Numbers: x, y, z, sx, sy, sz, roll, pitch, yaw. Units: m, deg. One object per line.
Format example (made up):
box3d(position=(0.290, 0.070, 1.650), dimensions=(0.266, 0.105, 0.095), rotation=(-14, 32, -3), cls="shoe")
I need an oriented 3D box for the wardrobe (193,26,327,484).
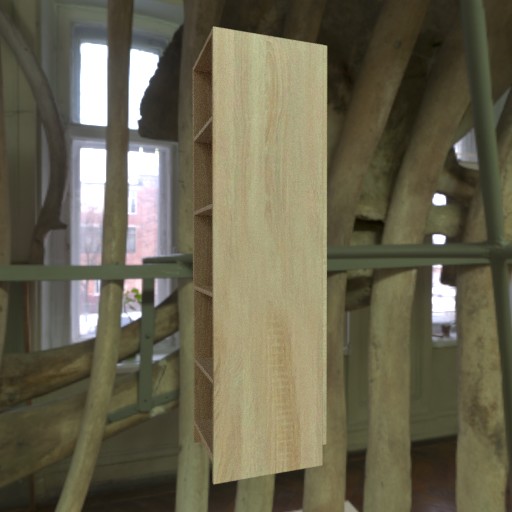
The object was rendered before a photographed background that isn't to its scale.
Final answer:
box3d(position=(0.000, 0.000, 2.378), dimensions=(0.588, 2.117, 0.496), rotation=(0, 1, -19), cls="wardrobe")
